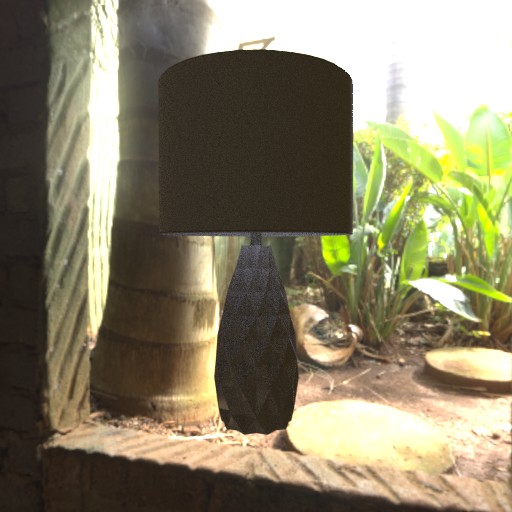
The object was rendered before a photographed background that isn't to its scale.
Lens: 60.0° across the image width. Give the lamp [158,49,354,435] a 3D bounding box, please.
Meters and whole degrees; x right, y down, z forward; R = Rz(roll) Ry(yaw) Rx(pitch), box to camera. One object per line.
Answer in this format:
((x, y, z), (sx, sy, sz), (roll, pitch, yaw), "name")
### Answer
((0.000, 0.000, 0.695), (0.297, 0.522, 0.297), (0, 2, 0), "lamp")
